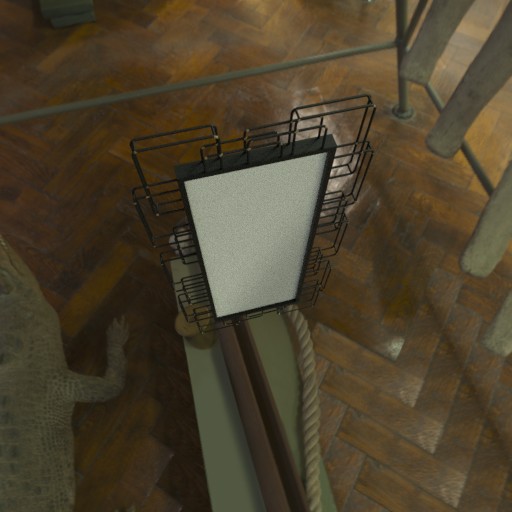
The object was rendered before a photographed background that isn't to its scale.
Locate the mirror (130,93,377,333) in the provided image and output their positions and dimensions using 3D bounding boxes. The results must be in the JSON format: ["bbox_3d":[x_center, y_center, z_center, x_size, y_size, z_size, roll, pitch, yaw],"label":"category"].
[{"bbox_3d":[0.000,0.000,1.403,0.565,1.192,0.037,-13,64,-6],"label":"mirror"}]
